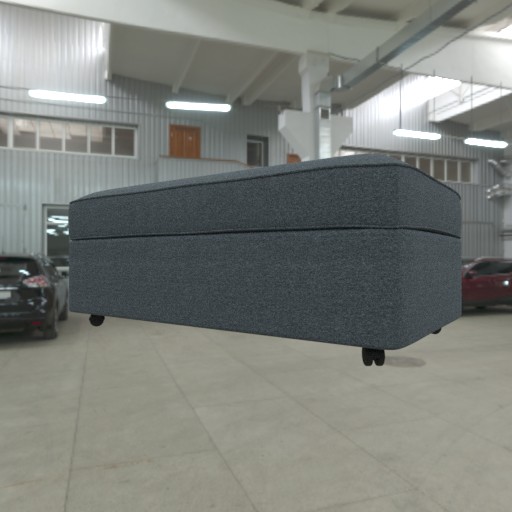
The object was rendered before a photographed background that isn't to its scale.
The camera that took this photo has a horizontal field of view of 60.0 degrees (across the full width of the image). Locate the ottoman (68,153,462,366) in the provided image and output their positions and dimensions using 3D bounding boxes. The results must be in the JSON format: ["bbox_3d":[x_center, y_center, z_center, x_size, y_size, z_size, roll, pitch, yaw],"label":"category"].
[{"bbox_3d":[0.000,0.000,1.491,1.173,0.494,0.681,0,0,35],"label":"ottoman"}]
